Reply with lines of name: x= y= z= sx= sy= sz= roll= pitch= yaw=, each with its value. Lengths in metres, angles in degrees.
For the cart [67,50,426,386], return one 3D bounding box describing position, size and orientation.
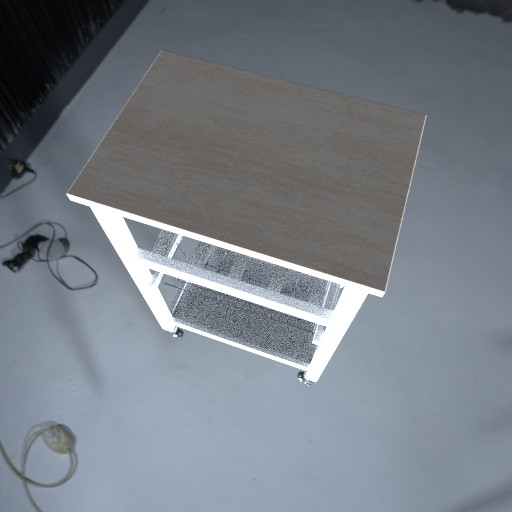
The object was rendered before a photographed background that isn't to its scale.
cart: x=0.000 y=0.000 z=1.218 sx=0.578 sy=0.857 sz=0.406 roll=17 pitch=64 yaw=9
